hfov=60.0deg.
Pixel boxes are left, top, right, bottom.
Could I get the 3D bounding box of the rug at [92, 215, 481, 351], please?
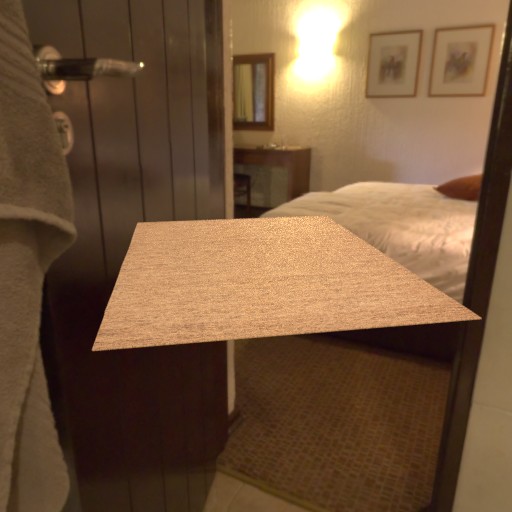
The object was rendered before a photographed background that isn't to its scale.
[{"bbox_3d":[0.000,0.000,4.210,2.448,0.013,3.205,-3,18,-9],"label":"rug"}]
